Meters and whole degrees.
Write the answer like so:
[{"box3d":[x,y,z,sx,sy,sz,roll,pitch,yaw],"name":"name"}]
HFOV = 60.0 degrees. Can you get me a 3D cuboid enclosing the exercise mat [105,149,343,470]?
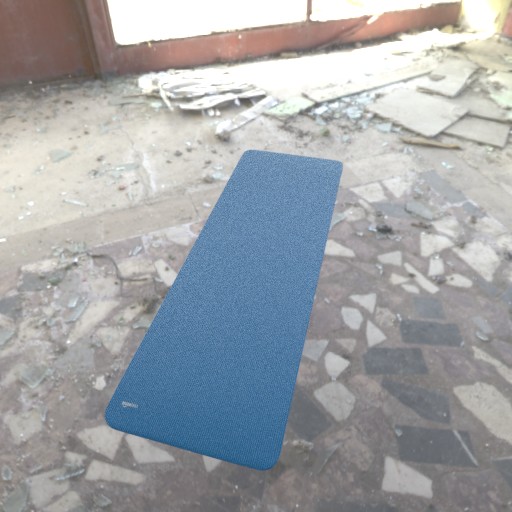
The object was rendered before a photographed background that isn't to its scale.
[{"box3d":[0.000,0.000,2.089,0.616,0.021,1.869,10,45,11],"name":"exercise mat"}]
